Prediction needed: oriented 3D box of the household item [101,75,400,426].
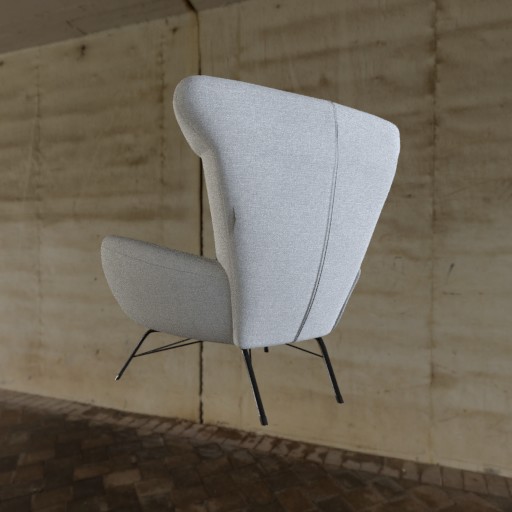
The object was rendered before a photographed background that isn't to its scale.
[{"bbox_3d":[0.000,0.000,1.742,0.980,1.050,0.900,-1,2,-36],"label":"household item"}]
